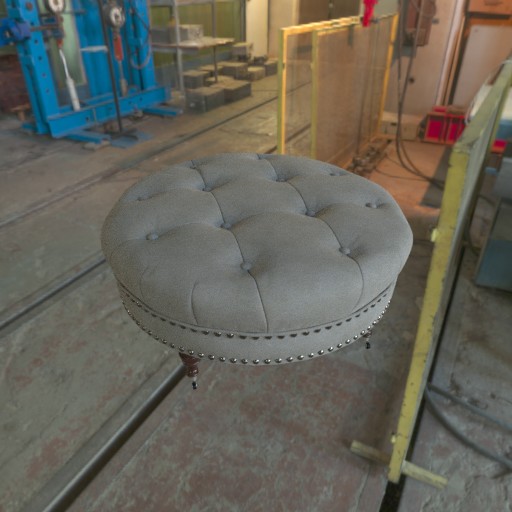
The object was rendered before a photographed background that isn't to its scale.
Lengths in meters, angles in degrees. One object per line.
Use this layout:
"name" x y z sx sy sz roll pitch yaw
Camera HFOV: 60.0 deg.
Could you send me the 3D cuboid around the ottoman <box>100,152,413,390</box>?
"ottoman" 0.000 0.000 1.395 0.901 0.439 0.901 0 32 0
